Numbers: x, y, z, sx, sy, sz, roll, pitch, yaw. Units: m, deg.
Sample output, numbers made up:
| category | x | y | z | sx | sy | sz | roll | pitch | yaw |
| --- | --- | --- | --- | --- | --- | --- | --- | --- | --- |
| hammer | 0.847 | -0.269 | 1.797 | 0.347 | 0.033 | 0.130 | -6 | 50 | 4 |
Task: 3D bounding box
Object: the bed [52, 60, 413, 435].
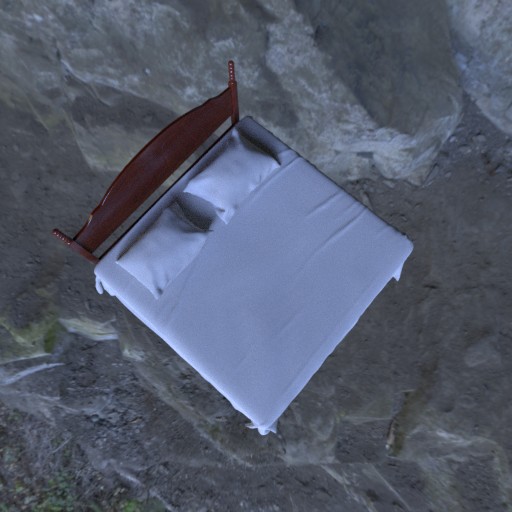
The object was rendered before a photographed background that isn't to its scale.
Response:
| category | x | y | z | sx | sy | sz | roll | pitch | yaw |
| --- | --- | --- | --- | --- | --- | --- | --- | --- | --- |
| bed | 0.000 | 0.000 | 3.773 | 2.219 | 1.355 | 2.322 | 40 | 78 | 10 |
